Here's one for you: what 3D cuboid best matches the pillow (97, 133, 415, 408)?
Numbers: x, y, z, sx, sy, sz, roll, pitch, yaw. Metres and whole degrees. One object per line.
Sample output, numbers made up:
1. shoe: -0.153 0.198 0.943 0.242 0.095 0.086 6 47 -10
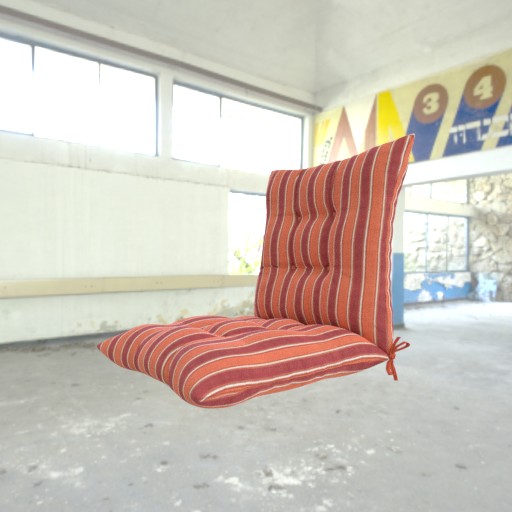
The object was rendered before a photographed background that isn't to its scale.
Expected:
1. pillow: 0.000 0.000 1.026 0.585 0.536 0.541 0 0 -36
